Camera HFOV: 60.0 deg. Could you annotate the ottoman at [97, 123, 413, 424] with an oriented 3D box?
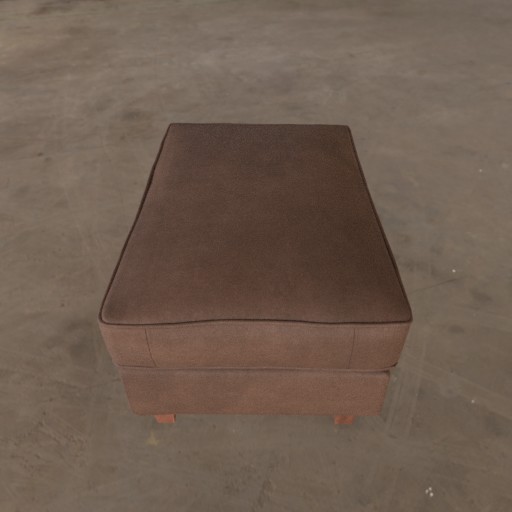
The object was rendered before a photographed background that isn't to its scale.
[{"bbox_3d":[0.000,0.000,1.229,0.596,0.481,0.860,0,41,0],"label":"ottoman"}]
